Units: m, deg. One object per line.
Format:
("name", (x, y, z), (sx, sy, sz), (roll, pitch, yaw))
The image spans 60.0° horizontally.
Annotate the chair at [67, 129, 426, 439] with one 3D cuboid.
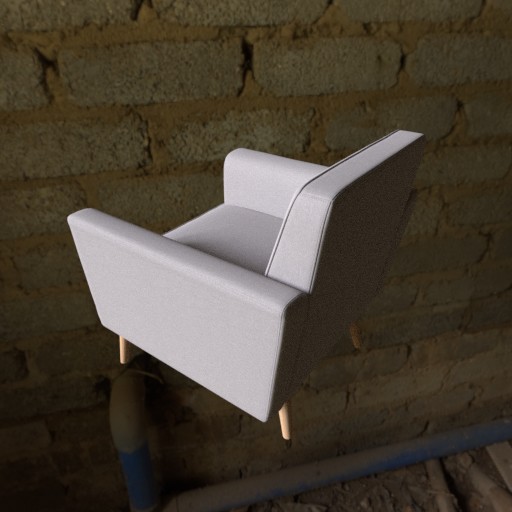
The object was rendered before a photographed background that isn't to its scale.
("chair", (0.000, 0.000, 1.388), (0.750, 0.780, 0.780), (21, 36, 31))
